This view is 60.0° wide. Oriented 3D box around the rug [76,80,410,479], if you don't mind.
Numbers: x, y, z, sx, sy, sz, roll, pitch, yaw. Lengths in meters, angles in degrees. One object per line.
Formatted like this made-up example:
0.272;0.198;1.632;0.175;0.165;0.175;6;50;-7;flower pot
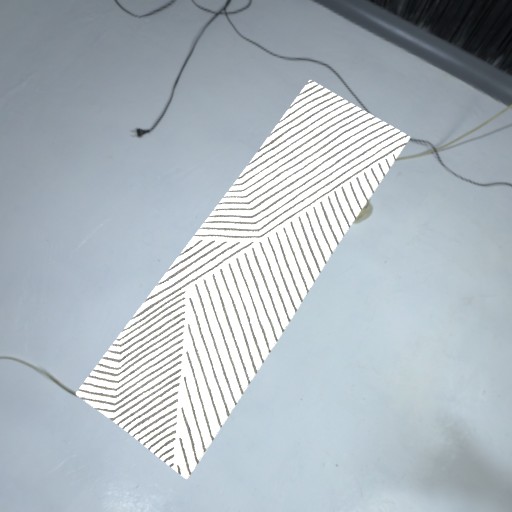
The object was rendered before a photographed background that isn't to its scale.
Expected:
0.000;0.000;2.660;0.773;0.020;2.439;33;78;8;rug
